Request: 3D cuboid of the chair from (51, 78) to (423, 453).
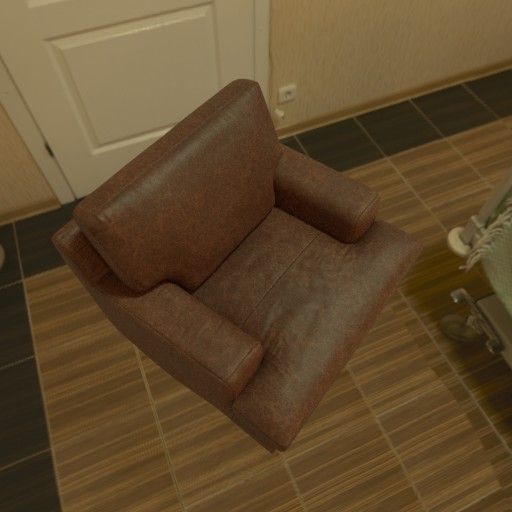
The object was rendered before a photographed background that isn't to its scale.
[{"bbox_3d":[0.000,0.000,1.963,1.143,0.939,1.168,33,64,19],"label":"chair"}]
